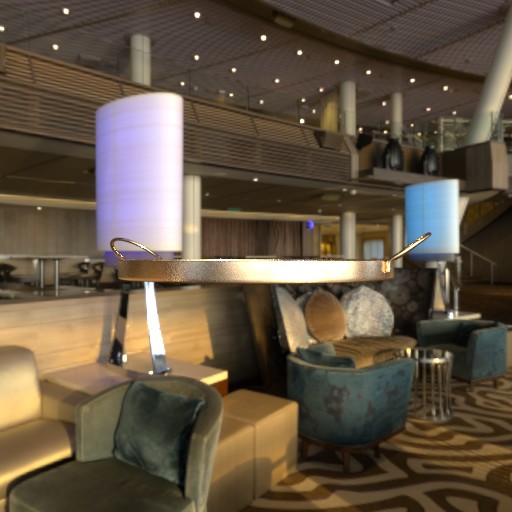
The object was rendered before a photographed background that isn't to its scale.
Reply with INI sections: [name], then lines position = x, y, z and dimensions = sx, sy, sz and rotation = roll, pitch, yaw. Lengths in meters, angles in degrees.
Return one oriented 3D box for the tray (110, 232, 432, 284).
[tray]
position = 0.000, 0.000, 0.736
dimensions = 0.543, 0.069, 0.438
rotation = 0, 0, 19
